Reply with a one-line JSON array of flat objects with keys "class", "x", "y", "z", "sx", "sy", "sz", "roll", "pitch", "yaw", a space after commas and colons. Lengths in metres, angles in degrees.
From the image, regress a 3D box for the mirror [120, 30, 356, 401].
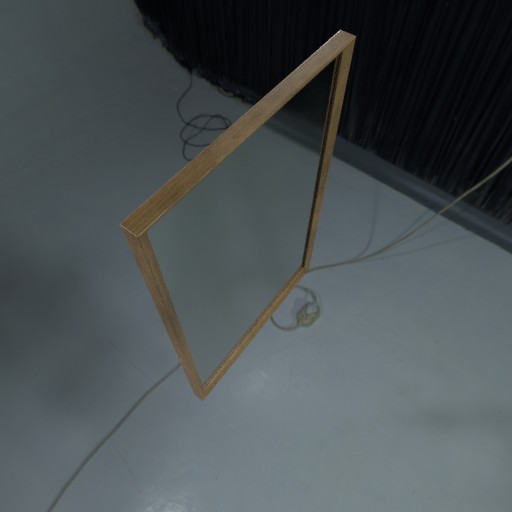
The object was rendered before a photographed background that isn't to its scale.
[{"class": "mirror", "x": 0.000, "y": 0.000, "z": 1.149, "sx": 0.041, "sy": 0.915, "sz": 0.609, "roll": 33, "pitch": 63, "yaw": 19}]
